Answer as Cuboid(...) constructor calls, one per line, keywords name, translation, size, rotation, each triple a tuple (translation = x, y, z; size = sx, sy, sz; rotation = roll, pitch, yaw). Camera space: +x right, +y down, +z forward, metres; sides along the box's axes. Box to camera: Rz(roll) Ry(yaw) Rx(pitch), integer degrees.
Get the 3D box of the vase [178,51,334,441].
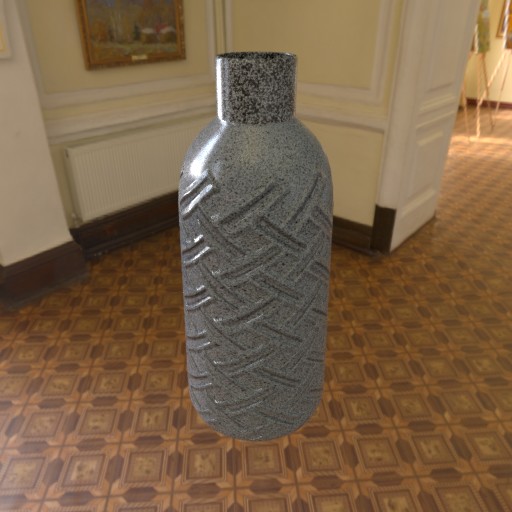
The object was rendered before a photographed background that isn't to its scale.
Cuboid(name="vase", translation=(0.000, 0.000, 0.341), size=(0.122, 0.282, 0.122), rotation=(0, 29, 0))
